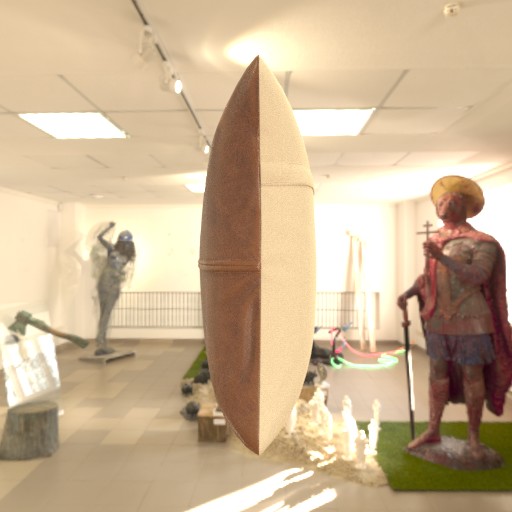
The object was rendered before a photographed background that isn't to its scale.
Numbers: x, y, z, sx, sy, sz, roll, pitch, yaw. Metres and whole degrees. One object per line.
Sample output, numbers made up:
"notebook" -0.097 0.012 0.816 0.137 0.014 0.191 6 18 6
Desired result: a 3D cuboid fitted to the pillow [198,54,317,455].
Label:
"pillow" 0.000 0.000 0.745 0.192 0.470 0.484 0 0 1
